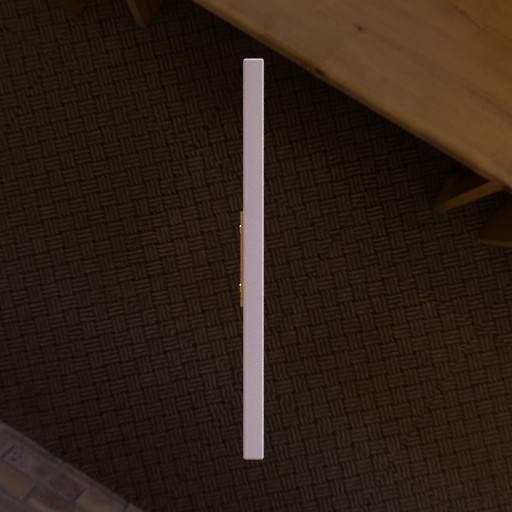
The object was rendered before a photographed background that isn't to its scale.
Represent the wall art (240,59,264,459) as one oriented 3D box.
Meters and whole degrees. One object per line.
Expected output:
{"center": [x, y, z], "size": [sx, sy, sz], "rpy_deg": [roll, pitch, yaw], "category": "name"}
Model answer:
{"center": [0.000, 0.000, 1.344], "size": [0.045, 1.014, 0.759], "rpy_deg": [0, 91, 1], "category": "wall art"}
